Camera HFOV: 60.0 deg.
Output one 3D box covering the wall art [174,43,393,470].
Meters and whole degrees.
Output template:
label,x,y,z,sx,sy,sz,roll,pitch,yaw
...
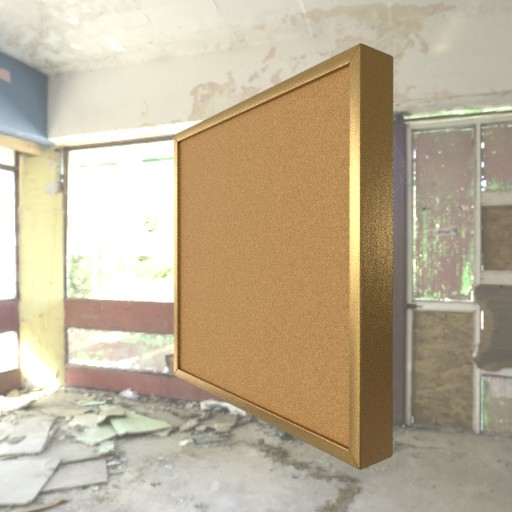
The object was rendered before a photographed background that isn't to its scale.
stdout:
label,x,y,z,sx,sy,sz,roll,pitch,yaw
wall art,0.000,0.000,0.449,0.037,0.305,0.305,0,0,-36
